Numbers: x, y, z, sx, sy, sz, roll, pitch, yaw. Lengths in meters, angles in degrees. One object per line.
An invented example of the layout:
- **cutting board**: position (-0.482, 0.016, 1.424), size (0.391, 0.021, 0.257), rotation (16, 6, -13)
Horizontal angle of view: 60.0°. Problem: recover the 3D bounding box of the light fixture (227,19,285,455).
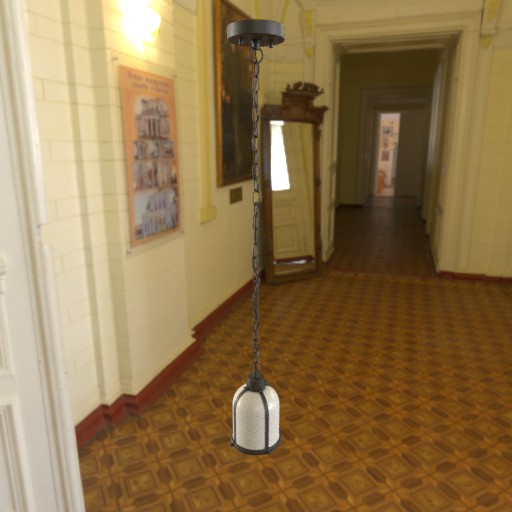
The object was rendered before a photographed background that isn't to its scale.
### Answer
- **light fixture**: position (0.000, 0.000, 1.252), size (0.178, 1.181, 0.178), rotation (-7, 15, -26)
